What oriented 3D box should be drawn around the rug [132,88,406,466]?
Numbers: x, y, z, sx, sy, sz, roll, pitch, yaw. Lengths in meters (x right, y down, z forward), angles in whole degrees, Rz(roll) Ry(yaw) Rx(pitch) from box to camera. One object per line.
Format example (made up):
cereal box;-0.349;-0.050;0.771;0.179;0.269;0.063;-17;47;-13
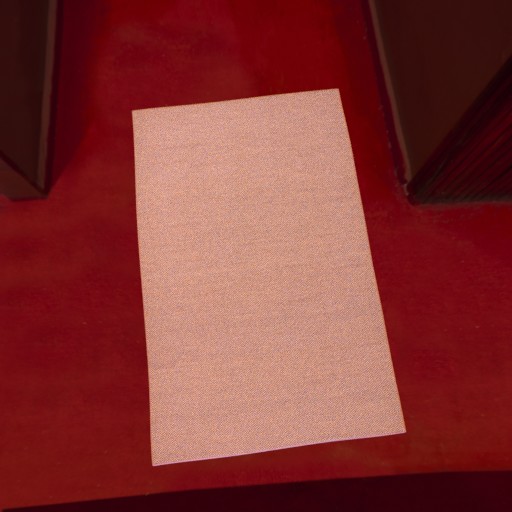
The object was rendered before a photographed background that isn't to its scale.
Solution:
rug;0.000;0.000;2.057;1.078;0.013;1.678;-7;75;-2
